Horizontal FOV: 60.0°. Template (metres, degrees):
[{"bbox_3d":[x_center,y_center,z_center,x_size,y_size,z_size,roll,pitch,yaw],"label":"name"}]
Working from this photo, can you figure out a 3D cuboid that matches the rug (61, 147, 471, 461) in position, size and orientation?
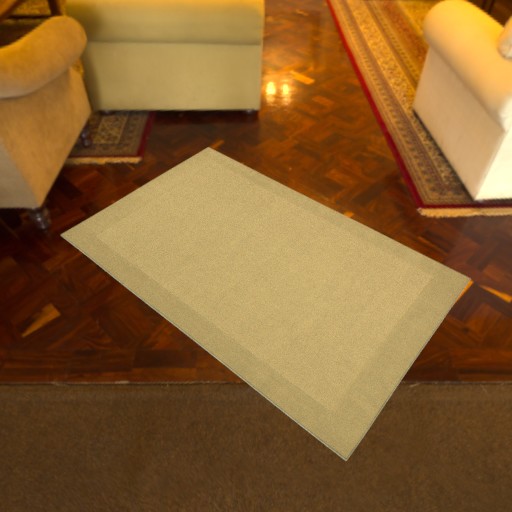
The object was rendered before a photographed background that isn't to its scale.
[{"bbox_3d":[0.000,0.000,3.078,2.438,0.014,1.524,32,54,27],"label":"rug"}]
